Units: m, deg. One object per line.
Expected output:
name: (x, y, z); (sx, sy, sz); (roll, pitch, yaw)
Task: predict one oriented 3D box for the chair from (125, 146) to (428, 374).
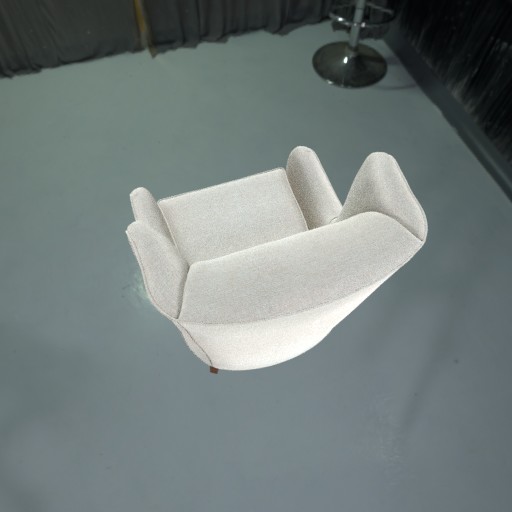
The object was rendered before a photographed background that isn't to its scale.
chair: (0.000, 0.000, 1.762); (0.838, 1.040, 0.966); (-17, 60, -10)
